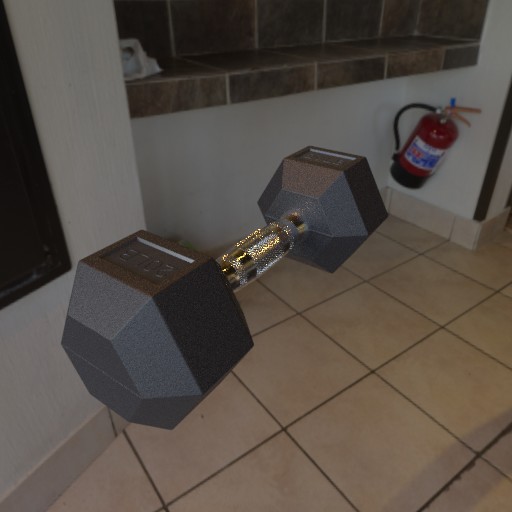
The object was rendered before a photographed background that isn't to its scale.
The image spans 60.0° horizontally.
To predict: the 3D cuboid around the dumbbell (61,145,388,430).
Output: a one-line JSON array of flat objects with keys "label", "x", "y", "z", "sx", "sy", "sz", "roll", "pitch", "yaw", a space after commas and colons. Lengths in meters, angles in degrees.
[{"label": "dumbbell", "x": 0.000, "y": 0.000, "z": 0.317, "sx": 0.106, "sy": 0.092, "sz": 0.272, "roll": 20, "pitch": 37, "yaw": 30}]
